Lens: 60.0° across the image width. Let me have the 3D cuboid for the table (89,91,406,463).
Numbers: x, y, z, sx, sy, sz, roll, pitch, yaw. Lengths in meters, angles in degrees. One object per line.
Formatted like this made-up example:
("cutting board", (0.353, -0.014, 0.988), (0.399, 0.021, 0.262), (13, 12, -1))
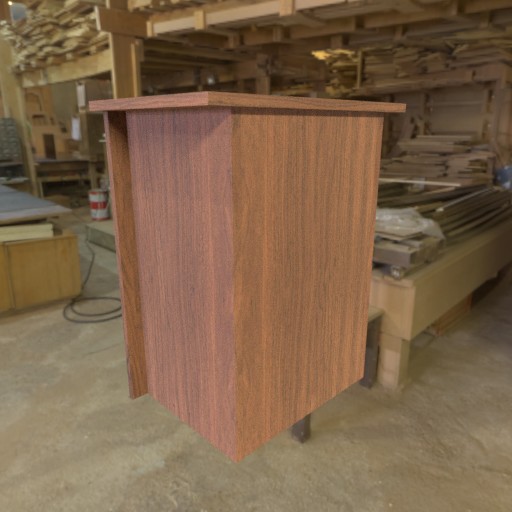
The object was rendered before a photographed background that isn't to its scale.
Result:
("table", (0.000, 0.000, 1.087), (0.589, 0.711, 0.406), (-15, 22, -42))
